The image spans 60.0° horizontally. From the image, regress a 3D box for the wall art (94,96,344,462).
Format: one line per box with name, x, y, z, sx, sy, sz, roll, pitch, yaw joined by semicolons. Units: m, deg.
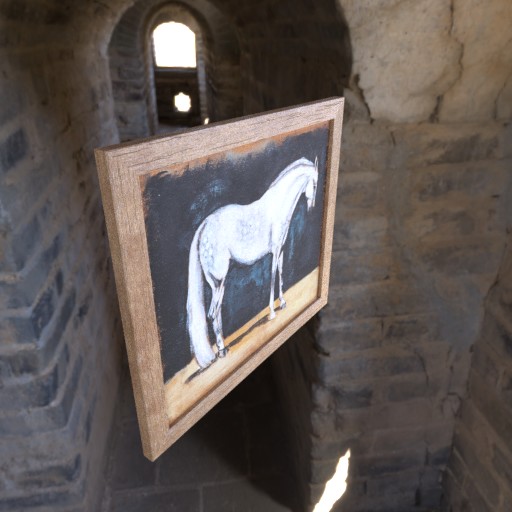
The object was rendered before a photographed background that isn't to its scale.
wall art;0.000;0.000;0.961;0.026;0.588;0.690;18;32;32
